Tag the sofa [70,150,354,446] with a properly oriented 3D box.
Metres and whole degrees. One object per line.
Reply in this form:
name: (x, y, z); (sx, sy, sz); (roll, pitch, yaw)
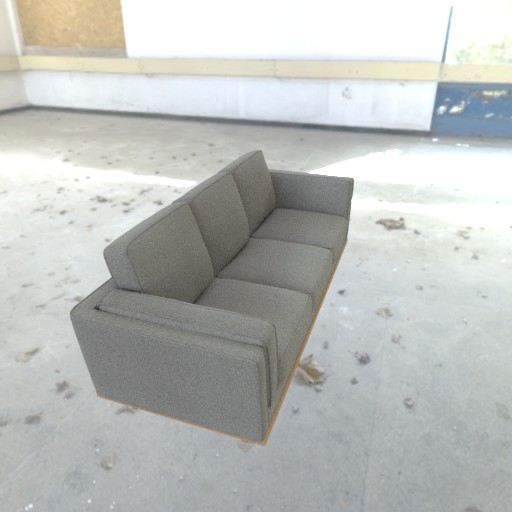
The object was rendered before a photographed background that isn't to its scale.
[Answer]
sofa: (0.000, 0.000, 2.811); (0.903, 0.899, 2.362); (9, 29, 17)
